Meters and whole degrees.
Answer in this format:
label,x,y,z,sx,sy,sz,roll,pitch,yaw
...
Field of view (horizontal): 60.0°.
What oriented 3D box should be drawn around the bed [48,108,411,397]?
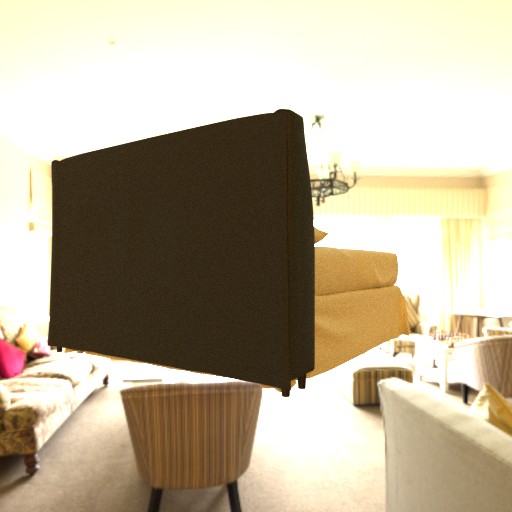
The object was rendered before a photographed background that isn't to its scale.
label,x,y,z,sx,sy,sz,roll,pitch,yaw
bed,0.000,0.000,3.438,1.925,1.332,2.276,-1,-1,34
